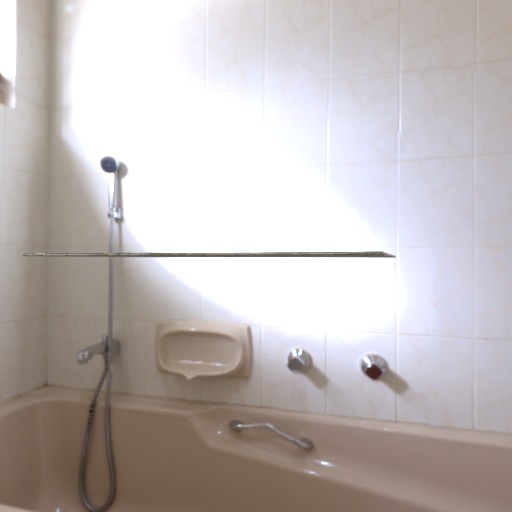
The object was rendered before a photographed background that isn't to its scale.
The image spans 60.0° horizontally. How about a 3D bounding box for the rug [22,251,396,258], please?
[{"bbox_3d":[0.000,0.000,4.181,2.466,0.021,3.049,0,0,19],"label":"rug"}]
